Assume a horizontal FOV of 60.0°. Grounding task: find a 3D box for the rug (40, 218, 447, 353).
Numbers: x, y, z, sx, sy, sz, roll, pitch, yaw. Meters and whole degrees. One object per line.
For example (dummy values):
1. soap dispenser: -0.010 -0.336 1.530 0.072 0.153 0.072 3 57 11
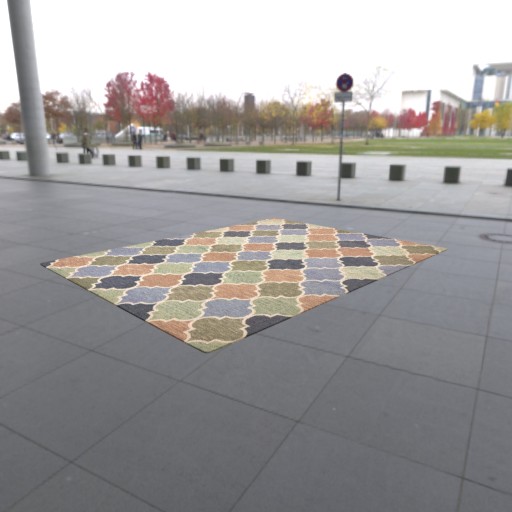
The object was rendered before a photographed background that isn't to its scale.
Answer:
1. rug: 0.000 0.000 4.330 2.439 0.013 3.200 15 21 43
